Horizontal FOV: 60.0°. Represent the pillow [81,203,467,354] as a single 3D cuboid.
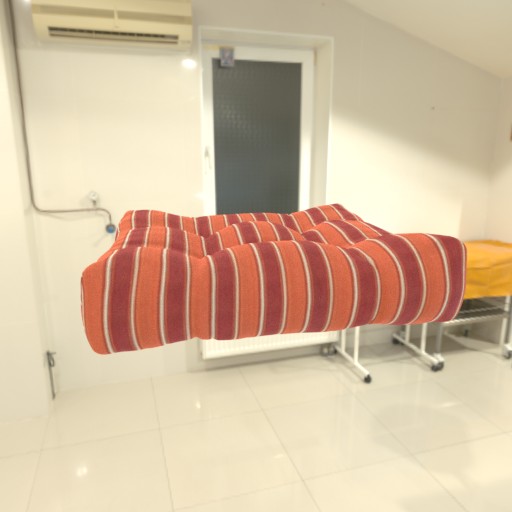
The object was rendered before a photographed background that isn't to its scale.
[{"bbox_3d":[0.000,0.000,0.748,0.490,0.133,0.468,-3,14,-10],"label":"pillow"}]
